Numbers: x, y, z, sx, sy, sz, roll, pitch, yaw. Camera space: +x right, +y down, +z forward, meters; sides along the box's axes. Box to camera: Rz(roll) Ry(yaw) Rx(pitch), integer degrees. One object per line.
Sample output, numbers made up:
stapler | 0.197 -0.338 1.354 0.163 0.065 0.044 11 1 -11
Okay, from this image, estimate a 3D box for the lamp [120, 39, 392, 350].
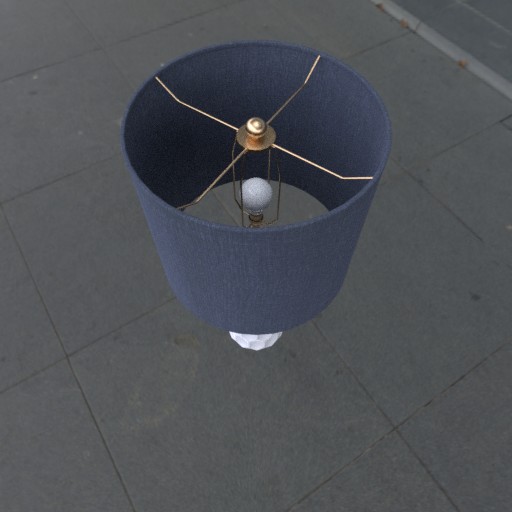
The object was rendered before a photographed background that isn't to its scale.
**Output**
lamp | 0.000 0.000 0.684 0.277 0.537 0.277 -16 60 -9
